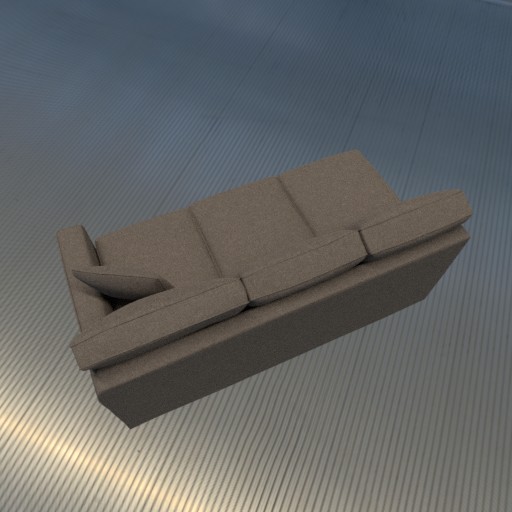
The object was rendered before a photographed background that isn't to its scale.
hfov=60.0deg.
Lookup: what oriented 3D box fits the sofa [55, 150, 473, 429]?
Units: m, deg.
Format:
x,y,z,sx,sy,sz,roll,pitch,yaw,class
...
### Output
x,y,z,sx,sy,sz,roll,pitch,yaw,class
0.000,0.000,2.516,1.963,0.946,1.034,-21,60,-13,sofa
